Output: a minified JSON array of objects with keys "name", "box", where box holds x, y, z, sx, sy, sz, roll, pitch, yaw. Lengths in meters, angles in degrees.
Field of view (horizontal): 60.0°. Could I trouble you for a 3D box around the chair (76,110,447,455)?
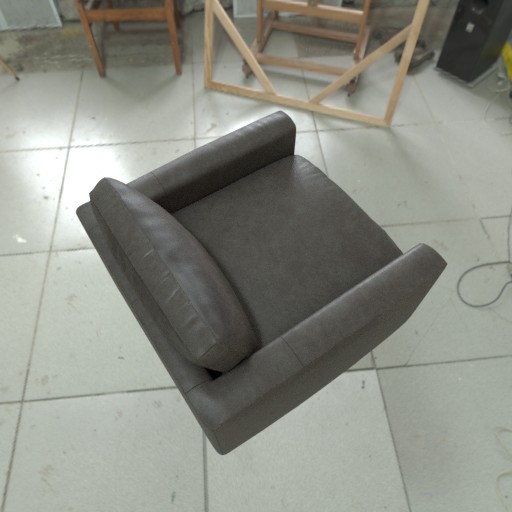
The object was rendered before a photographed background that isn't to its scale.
[{"name":"chair","box":[0.000,0.000,1.868,1.080,0.807,1.106,-31,63,-18]}]
